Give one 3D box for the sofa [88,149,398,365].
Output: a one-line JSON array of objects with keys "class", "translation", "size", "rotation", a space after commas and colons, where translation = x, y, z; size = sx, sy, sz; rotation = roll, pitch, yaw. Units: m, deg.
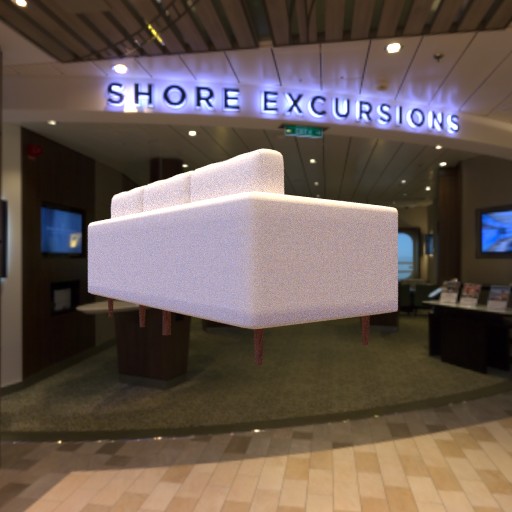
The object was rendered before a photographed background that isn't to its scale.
[{"class": "sofa", "translation": [0.000, 0.000, 2.903], "size": [1.580, 0.899, 2.029], "rotation": [0, 0, -37]}]
